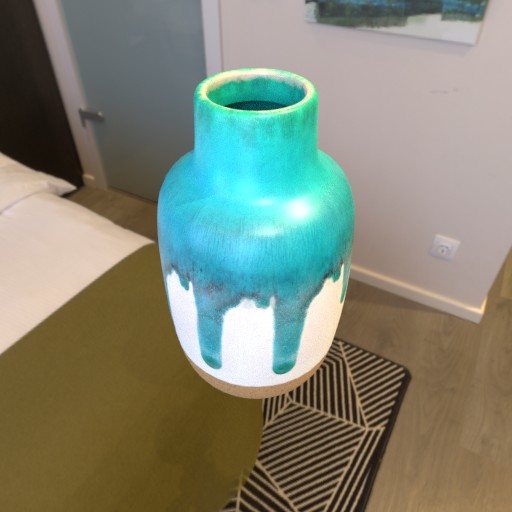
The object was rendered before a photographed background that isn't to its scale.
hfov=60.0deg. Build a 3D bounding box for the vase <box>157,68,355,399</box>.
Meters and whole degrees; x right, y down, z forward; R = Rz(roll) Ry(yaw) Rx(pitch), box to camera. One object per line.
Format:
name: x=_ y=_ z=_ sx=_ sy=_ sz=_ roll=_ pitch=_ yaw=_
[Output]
vase: x=0.000 y=0.000 z=0.252 sx=0.106 sy=0.192 sz=0.106 roll=0 pitch=42 yaw=0
